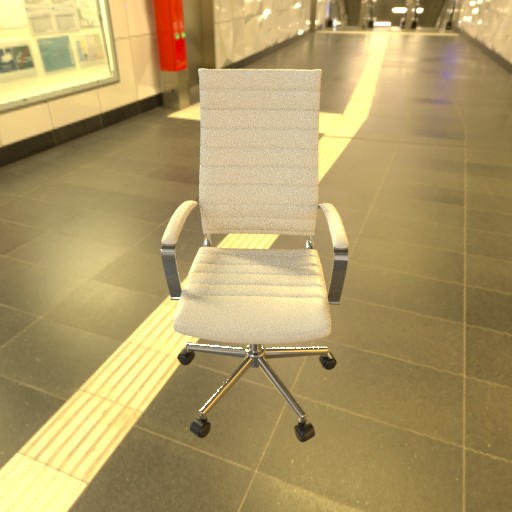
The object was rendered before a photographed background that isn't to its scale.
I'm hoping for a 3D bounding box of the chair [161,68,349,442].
[{"bbox_3d":[0.000,0.000,1.570,0.679,1.149,0.679,1,31,2],"label":"chair"}]
